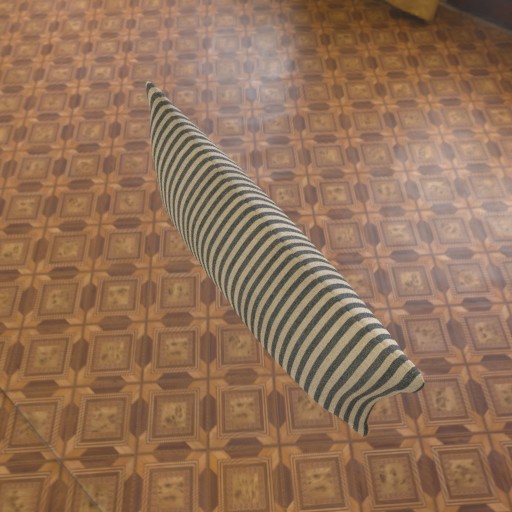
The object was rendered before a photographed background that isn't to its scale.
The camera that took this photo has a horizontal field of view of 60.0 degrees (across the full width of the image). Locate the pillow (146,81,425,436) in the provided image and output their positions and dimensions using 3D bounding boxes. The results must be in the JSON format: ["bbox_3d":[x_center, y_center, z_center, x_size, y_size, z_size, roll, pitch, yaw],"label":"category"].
[{"bbox_3d":[0.000,0.000,0.723,0.151,0.295,0.617,-31,63,-18],"label":"pillow"}]
